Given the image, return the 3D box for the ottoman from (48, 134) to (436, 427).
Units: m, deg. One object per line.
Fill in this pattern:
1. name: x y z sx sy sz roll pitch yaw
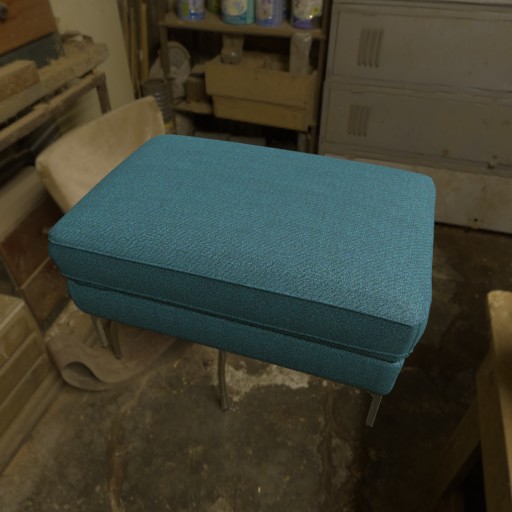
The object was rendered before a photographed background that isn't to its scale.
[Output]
1. ottoman: 0.000 0.000 1.206 0.856 0.498 0.563 12 42 14
